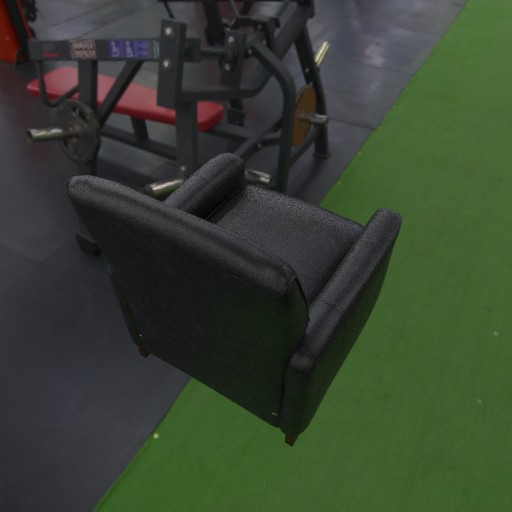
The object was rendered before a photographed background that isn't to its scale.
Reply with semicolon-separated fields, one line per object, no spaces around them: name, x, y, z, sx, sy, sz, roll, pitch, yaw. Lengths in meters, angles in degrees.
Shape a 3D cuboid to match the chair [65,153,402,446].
chair;0.000;0.000;1.617;0.848;1.014;0.864;24;50;22
